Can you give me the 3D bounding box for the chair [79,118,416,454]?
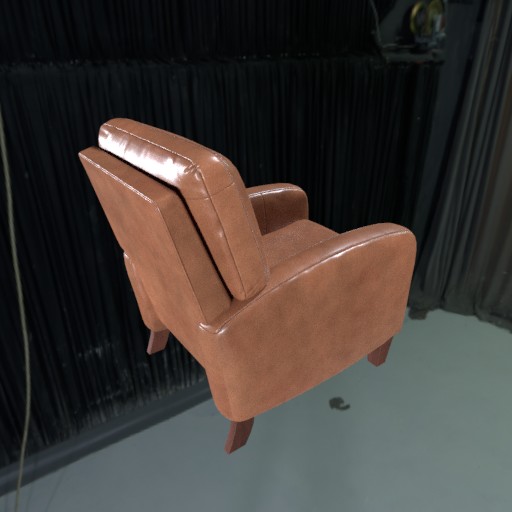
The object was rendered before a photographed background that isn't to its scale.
[{"bbox_3d":[0.000,0.000,1.649,0.990,0.990,0.762,-18,32,-32],"label":"chair"}]
